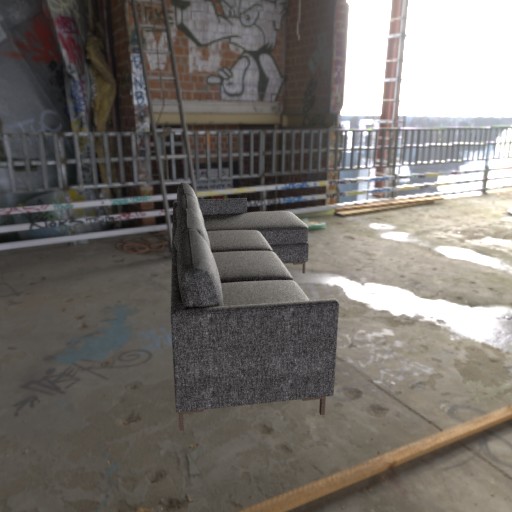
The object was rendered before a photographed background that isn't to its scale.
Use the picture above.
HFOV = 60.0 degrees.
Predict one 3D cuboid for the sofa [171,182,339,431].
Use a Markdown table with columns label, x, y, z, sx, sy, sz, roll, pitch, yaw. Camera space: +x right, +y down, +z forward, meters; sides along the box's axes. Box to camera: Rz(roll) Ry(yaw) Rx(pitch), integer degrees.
| label | x | y | z | sx | sy | sz | roll | pitch | yaw |
| --- | --- | --- | --- | --- | --- | --- | --- | --- | --- |
| sofa | 0.000 | 0.000 | 4.070 | 1.488 | 0.970 | 3.384 | -3 | 18 | -9 |
